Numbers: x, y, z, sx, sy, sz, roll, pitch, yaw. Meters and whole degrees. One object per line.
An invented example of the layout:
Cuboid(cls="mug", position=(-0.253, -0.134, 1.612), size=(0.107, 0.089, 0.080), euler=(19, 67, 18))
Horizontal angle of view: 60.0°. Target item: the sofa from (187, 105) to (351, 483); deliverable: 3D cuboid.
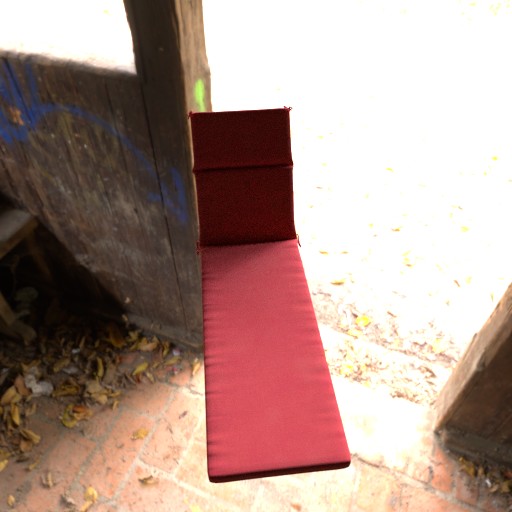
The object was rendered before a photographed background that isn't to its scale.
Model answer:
Cuboid(cls="sofa", position=(0.000, 0.000, 1.963), size=(0.582, 0.622, 1.663), euler=(-4, 46, -4))
